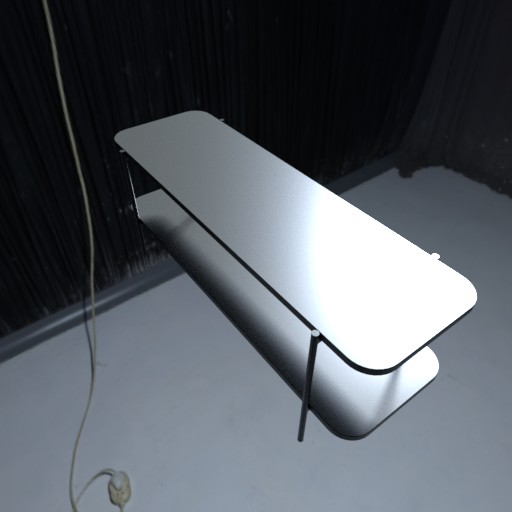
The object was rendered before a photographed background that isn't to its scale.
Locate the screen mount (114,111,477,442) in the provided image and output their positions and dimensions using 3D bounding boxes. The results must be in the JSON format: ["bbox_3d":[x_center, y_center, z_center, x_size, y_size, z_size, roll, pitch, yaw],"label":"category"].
[{"bbox_3d":[0.000,0.000,1.383,0.400,0.447,1.200,-26,48,-26],"label":"screen mount"}]
